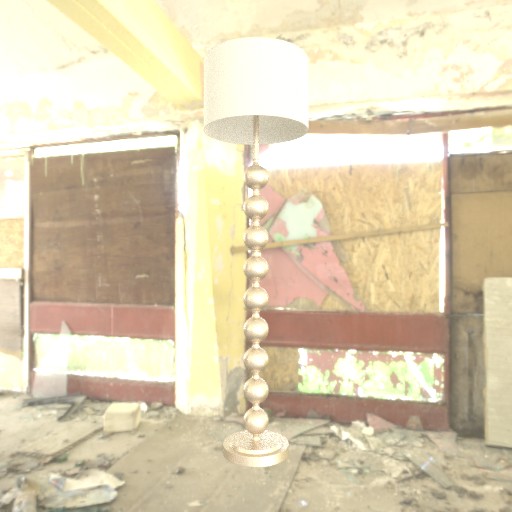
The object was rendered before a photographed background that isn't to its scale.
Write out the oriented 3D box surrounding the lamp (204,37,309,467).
[{"bbox_3d":[0.000,0.000,1.673,0.394,1.474,0.394,0,0,35],"label":"lamp"}]
